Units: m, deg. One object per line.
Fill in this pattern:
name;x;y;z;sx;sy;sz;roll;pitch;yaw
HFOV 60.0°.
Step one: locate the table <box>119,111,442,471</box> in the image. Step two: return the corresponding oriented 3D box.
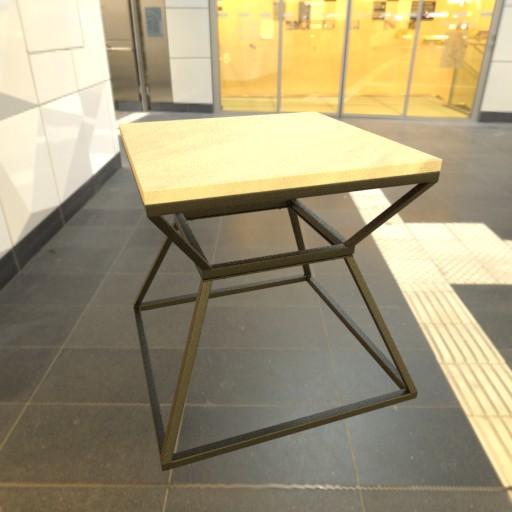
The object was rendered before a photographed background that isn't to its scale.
table;0.000;0.000;0.822;0.455;0.431;0.455;-9;29;-17
